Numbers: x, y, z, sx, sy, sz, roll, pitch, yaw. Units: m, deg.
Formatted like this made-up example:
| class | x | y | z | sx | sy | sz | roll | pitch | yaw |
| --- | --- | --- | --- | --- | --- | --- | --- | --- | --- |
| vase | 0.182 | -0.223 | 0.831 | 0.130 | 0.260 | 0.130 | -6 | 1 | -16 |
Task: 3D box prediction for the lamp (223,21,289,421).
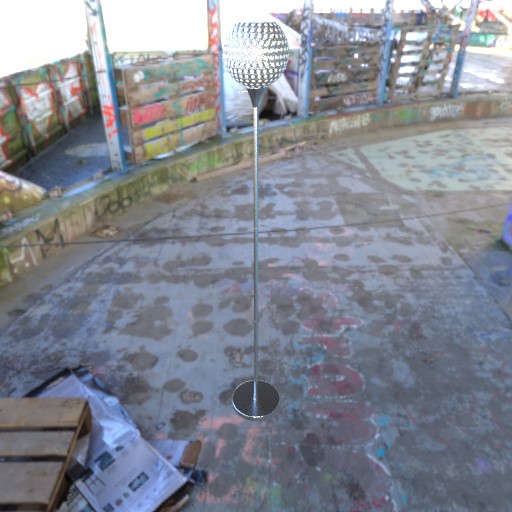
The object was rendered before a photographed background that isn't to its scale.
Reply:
| class | x | y | z | sx | sy | sz | roll | pitch | yaw |
| --- | --- | --- | --- | --- | --- | --- | --- | --- | --- |
| lamp | 0.000 | 0.000 | 1.930 | 0.254 | 1.805 | 0.254 | 0 | 30 | 0 |
